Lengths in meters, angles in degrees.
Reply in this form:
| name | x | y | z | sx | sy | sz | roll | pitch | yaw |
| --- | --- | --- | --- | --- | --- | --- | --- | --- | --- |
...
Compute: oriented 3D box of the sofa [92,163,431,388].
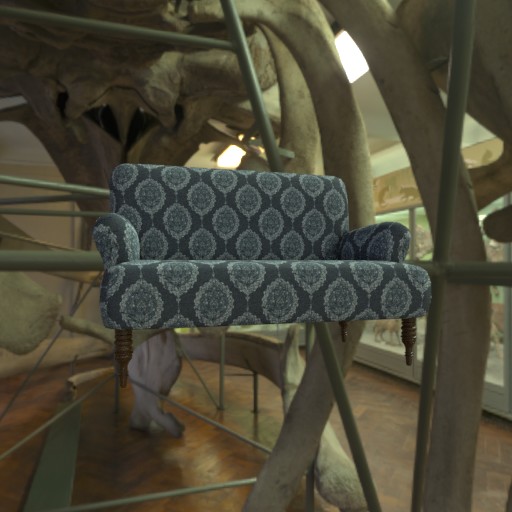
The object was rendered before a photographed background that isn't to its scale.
| name | x | y | z | sx | sy | sz | roll | pitch | yaw |
| --- | --- | --- | --- | --- | --- | --- | --- | --- | --- |
| sofa | 0.000 | 0.000 | 1.889 | 1.297 | 0.867 | 0.779 | 0 | -1 | -17 |
